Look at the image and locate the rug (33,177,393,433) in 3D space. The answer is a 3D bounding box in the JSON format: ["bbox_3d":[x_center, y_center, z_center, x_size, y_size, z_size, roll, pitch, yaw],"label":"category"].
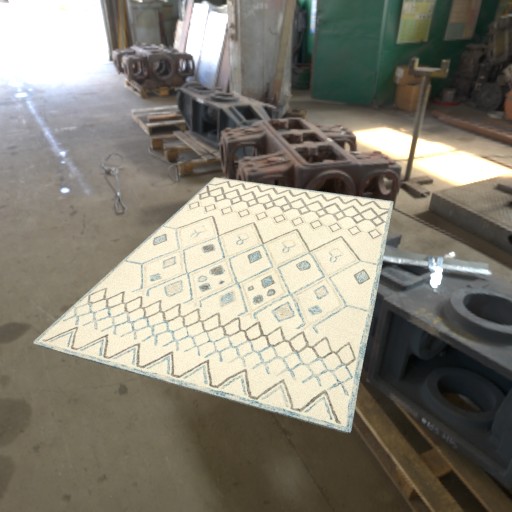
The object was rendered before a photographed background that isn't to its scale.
[{"bbox_3d":[0.000,0.000,2.314,1.260,0.009,1.820,10,34,16],"label":"rug"}]
